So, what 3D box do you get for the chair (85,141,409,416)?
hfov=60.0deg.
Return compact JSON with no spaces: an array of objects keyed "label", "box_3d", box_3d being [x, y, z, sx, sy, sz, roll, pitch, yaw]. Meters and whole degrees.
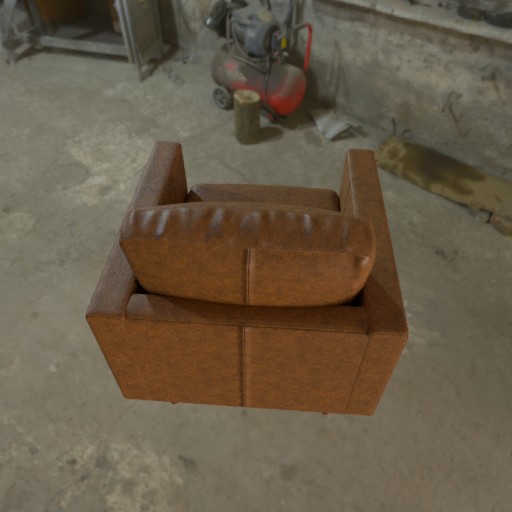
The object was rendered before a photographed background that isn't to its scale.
[{"label":"chair","box_3d":[0.000,0.000,1.659,0.890,0.956,0.909,3,47,3]}]
